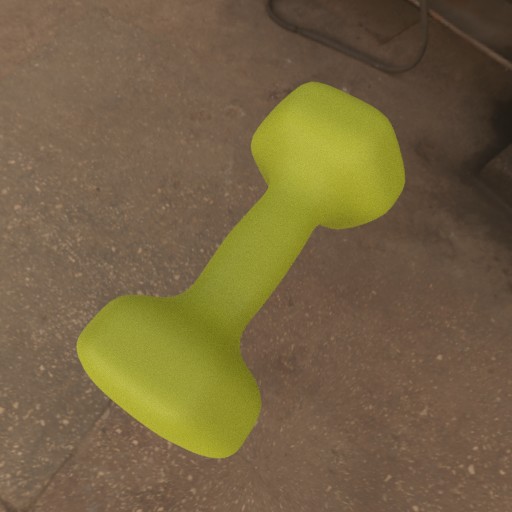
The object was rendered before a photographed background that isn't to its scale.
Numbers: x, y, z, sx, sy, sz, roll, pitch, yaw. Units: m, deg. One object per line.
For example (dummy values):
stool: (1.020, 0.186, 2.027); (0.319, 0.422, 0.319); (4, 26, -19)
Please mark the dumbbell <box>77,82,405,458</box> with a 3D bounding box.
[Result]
dumbbell: (0.000, 0.000, 0.198); (0.080, 0.072, 0.164); (32, 69, 14)
